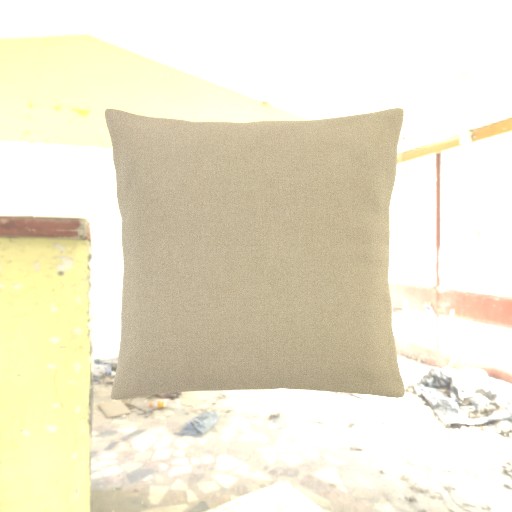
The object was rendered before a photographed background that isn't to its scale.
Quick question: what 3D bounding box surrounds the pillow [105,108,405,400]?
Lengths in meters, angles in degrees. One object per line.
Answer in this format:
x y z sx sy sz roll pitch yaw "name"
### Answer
0.000 0.000 0.775 0.523 0.510 0.166 0 1 1 "pillow"
